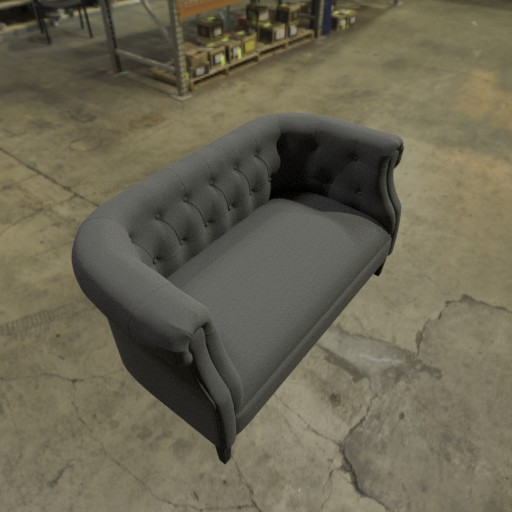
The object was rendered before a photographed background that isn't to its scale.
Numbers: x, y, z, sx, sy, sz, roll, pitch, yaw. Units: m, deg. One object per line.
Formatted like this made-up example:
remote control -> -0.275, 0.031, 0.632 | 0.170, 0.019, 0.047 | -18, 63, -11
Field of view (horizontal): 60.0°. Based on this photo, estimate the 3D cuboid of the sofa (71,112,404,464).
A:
sofa -> 0.000, 0.000, 2.052 | 0.835, 0.827, 1.558 | 27, 49, 27
